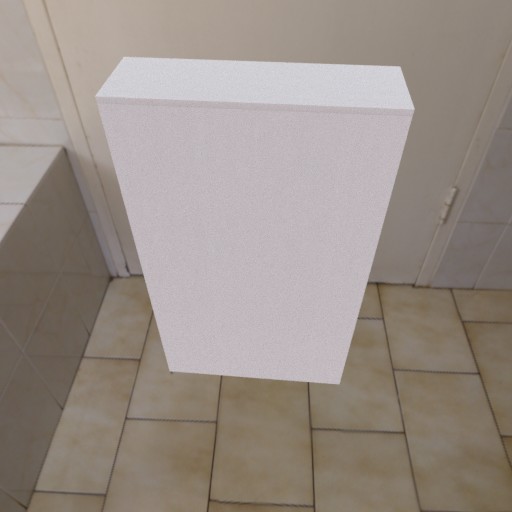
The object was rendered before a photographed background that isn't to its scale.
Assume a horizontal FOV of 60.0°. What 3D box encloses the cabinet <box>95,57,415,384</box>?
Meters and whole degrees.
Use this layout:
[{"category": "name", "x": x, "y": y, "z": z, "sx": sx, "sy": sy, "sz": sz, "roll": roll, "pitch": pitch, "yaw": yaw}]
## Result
[{"category": "cabinet", "x": 0.000, "y": 0.000, "z": 1.580, "sx": 0.750, "sy": 1.280, "sz": 0.250, "roll": 4, "pitch": 46, "yaw": 3}]
